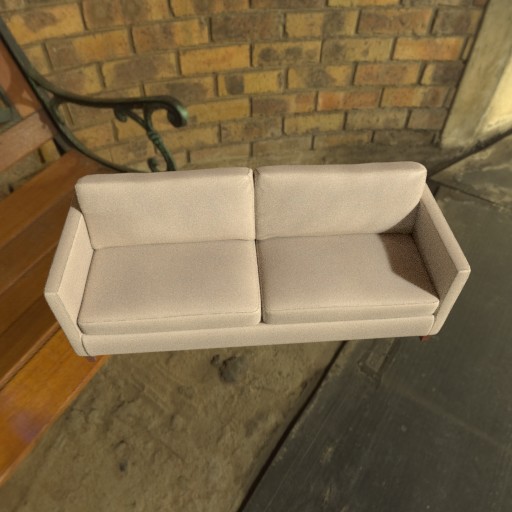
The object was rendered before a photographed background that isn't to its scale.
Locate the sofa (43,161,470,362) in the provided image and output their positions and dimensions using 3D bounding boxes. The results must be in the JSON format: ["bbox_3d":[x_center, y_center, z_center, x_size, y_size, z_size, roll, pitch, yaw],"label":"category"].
[{"bbox_3d":[0.000,0.000,2.897,2.361,0.968,0.951,-3,47,-3],"label":"sofa"}]
